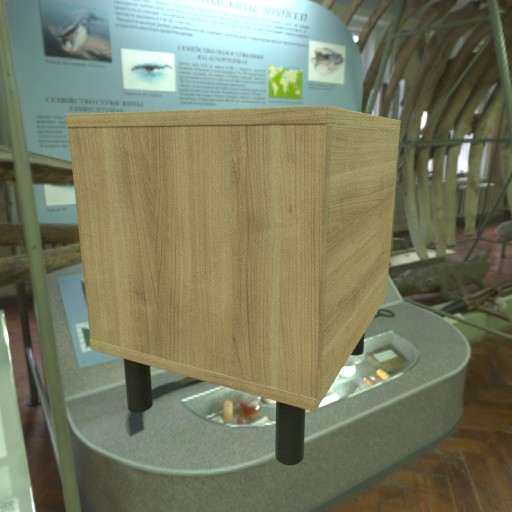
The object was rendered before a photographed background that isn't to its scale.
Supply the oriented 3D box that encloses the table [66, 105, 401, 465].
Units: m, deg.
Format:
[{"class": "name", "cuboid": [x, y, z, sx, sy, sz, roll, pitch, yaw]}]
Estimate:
[{"class": "table", "cuboid": [0.000, 0.000, 0.773, 0.380, 0.460, 0.445, 7, 17, 26]}]
